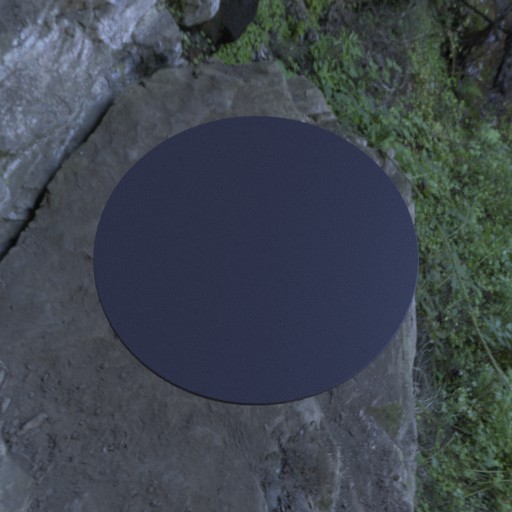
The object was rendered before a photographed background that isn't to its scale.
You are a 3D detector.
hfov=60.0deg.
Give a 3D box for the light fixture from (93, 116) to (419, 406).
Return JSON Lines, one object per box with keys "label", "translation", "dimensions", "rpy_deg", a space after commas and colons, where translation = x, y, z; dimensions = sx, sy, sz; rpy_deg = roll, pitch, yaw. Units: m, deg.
{"label": "light fixture", "translation": [0.000, 0.000, 0.549], "dimensions": [0.368, 0.100, 0.368], "rpy_deg": [0, 63, 0]}
